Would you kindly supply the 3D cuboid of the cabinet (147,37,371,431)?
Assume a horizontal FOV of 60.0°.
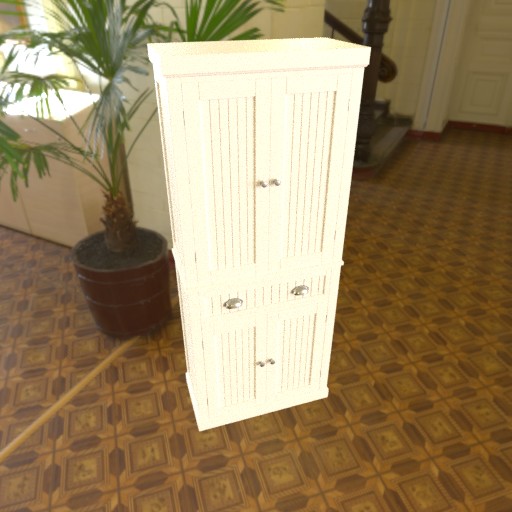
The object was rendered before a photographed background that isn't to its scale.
[{"bbox_3d":[0.000,0.000,2.121,0.754,1.829,0.390,-10,33,-15],"label":"cabinet"}]
